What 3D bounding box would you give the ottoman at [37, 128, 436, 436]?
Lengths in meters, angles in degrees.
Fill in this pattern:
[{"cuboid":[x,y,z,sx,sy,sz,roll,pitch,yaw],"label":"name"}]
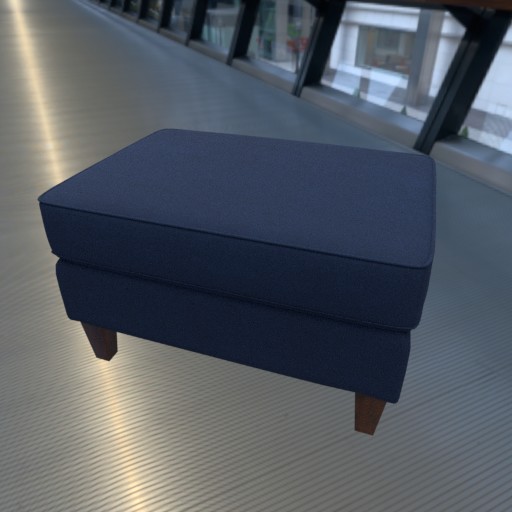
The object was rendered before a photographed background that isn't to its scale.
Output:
[{"cuboid":[0.000,0.000,1.363,0.965,0.584,0.686,10,34,16],"label":"ottoman"}]
